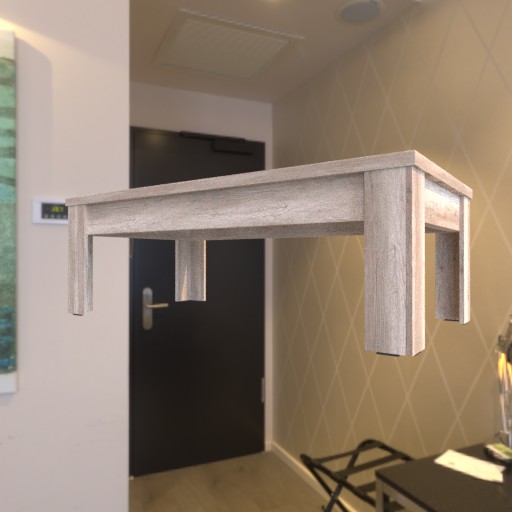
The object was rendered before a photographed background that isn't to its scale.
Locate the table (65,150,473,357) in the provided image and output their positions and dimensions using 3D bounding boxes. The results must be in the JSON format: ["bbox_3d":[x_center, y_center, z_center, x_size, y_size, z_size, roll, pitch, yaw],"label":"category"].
[{"bbox_3d":[0.000,0.000,1.645,1.350,0.460,0.700,0,0,35],"label":"table"}]
